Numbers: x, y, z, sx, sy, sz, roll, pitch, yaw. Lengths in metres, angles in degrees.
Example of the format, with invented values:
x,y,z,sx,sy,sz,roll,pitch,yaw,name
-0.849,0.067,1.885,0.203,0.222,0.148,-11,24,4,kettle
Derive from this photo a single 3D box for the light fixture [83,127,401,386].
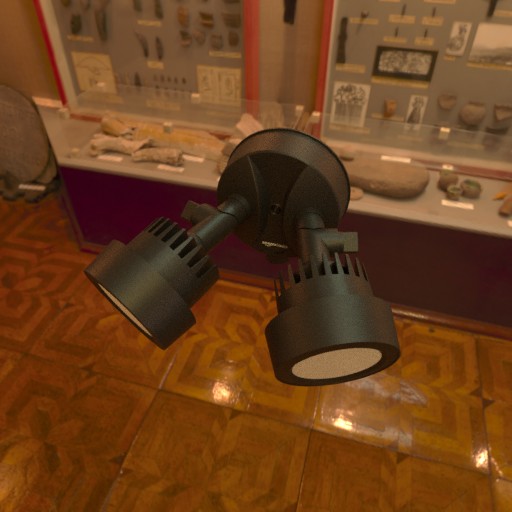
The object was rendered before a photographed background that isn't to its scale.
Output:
x,y,z,sx,sy,sz,roll,pitch,yaw,name
0.000,0.000,0.319,0.213,0.120,0.168,12,43,13,light fixture
